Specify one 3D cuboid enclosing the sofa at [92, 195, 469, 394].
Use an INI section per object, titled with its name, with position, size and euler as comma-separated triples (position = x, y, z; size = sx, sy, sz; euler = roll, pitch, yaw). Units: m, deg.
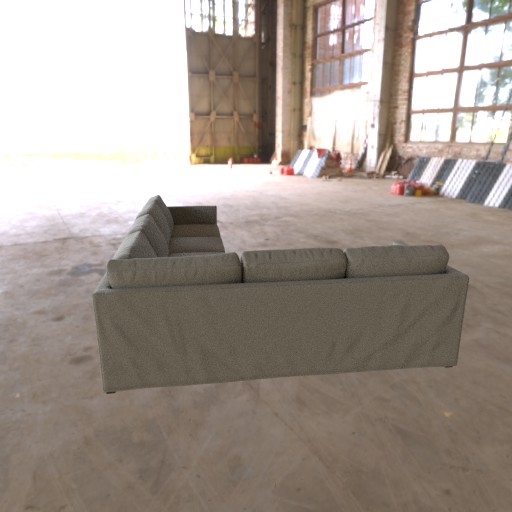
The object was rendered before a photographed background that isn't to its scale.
[sofa]
position = 0.000, 0.000, 4.342
size = 2.432, 0.871, 3.182
euler = -2, 16, -8
